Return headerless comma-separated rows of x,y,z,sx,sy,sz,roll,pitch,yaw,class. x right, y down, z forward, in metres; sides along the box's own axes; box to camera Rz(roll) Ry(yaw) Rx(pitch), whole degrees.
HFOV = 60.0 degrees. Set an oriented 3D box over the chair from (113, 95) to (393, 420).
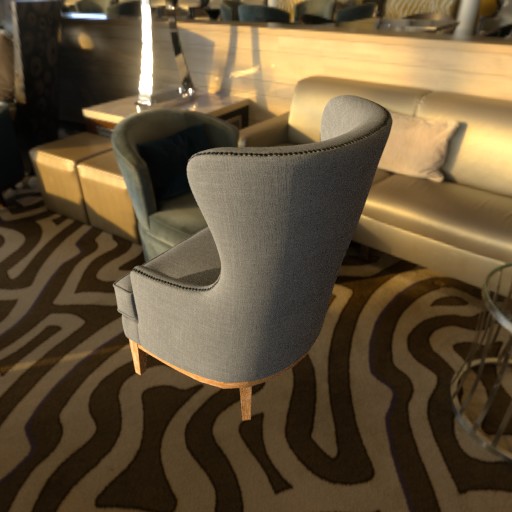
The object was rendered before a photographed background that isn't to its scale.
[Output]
0.000,0.000,1.816,0.883,1.176,0.864,21,38,29,chair
